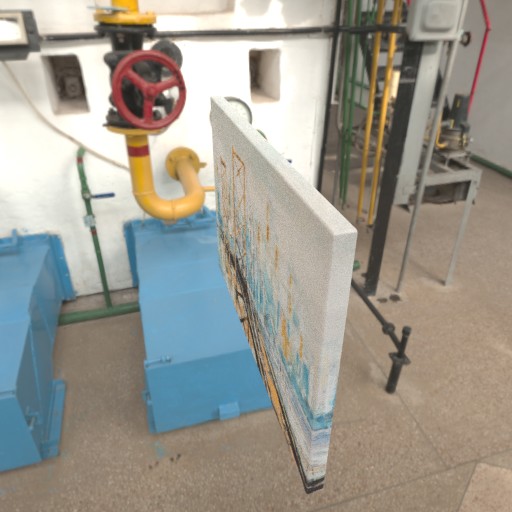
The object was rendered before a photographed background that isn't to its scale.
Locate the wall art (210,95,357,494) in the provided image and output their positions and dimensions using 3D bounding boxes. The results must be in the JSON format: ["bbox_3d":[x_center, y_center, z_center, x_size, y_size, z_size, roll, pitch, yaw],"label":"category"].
[{"bbox_3d":[0.000,0.000,1.132,0.038,0.609,0.913,-8,32,-13],"label":"wall art"}]
